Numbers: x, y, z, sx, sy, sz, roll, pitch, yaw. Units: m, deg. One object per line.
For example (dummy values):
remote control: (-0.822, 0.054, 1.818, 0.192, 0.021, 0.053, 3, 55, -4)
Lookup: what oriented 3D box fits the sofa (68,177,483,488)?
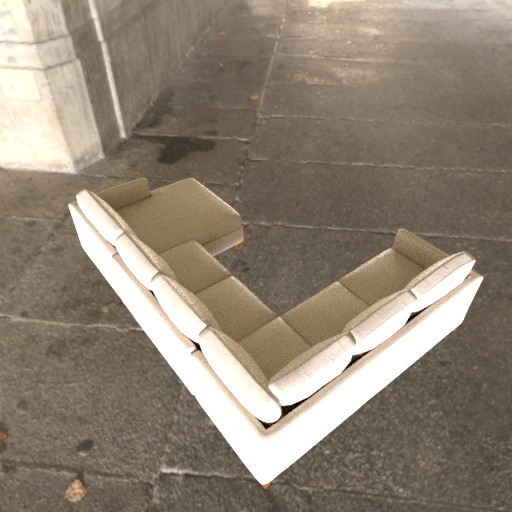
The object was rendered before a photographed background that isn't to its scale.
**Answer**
sofa: (0.000, 0.000, 4.581, 2.594, 0.961, 3.460, -27, 48, -27)
